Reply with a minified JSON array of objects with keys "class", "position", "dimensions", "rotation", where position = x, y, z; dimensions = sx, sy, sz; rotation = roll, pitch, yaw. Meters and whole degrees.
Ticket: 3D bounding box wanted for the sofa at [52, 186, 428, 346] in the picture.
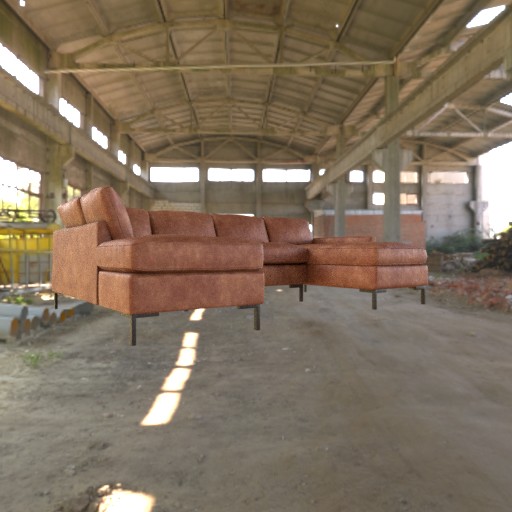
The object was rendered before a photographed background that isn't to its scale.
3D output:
[{"class":"sofa","position":[0.000,0.000,3.849],"dimensions":[2.956,0.900,1.939],"rotation":[0,0,-36]}]
